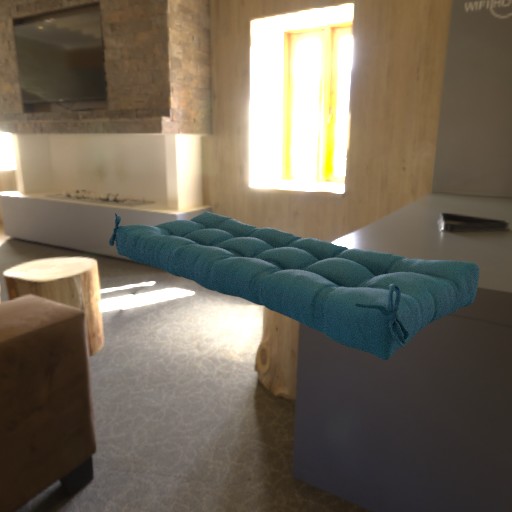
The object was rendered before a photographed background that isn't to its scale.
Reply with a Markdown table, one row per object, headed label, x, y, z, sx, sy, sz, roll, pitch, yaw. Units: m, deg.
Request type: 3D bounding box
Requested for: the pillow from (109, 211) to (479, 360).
| label | x | y | z | sx | sy | sz | roll | pitch | yaw |
| --- | --- | --- | --- | --- | --- | --- | --- | --- | --- |
| pillow | 0.000 | 0.000 | 1.355 | 0.511 | 0.174 | 1.194 | -14 | 21 | -42 |
